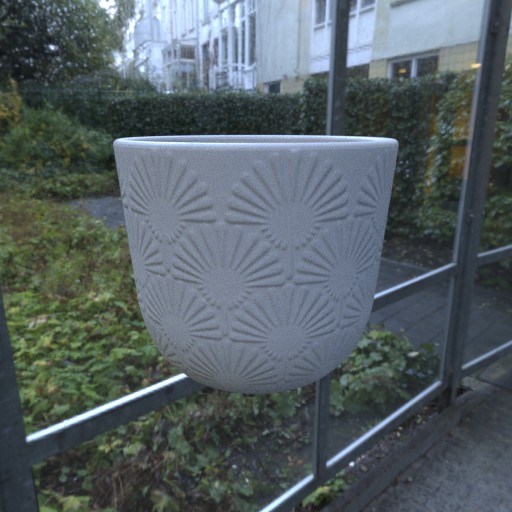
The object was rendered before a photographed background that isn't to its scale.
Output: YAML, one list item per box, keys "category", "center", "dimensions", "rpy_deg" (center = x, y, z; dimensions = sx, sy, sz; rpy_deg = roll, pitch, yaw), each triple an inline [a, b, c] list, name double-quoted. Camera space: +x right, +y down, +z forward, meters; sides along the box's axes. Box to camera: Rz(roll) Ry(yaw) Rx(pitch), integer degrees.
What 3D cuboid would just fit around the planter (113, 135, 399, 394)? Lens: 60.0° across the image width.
- category: "planter"
  center: [0.000, 0.000, 0.296]
  dimensions: [0.170, 0.152, 0.170]
  rpy_deg: [0, 16, 0]
